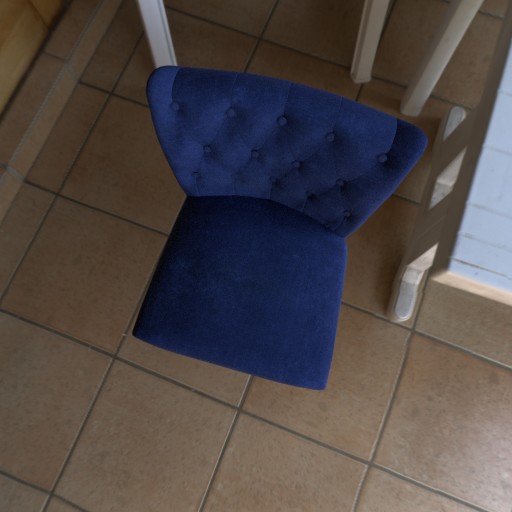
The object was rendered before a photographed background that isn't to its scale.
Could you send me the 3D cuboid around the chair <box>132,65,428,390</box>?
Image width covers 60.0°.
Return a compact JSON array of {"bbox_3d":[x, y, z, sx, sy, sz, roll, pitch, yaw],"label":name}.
[{"bbox_3d":[0.000,0.000,1.196,0.585,0.753,0.606,15,76,4],"label":"chair"}]
